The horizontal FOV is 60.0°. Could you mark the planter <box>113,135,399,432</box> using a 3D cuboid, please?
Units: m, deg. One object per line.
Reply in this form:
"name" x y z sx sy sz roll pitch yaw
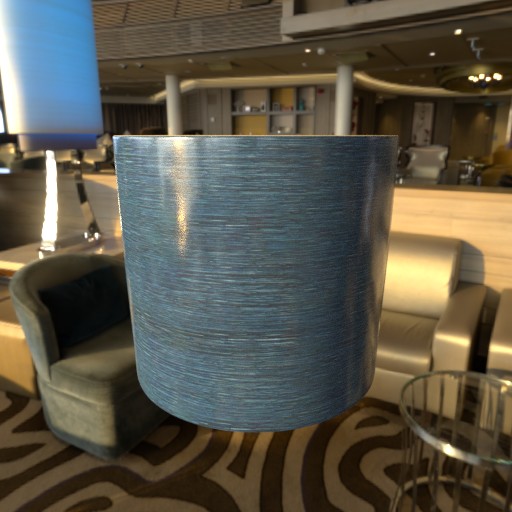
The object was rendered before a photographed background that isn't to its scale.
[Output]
"planter" 0.000 0.000 0.385 0.221 0.201 0.221 0 15 0
